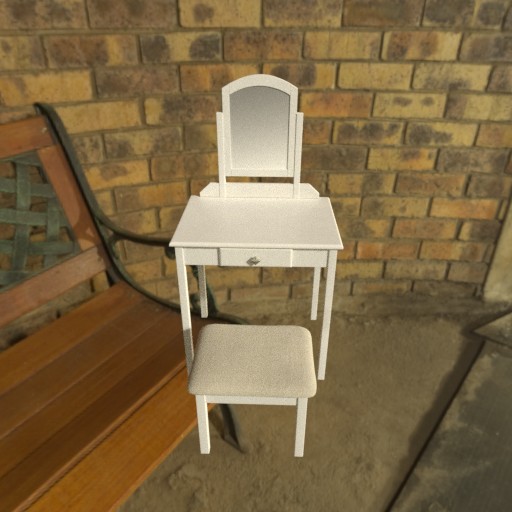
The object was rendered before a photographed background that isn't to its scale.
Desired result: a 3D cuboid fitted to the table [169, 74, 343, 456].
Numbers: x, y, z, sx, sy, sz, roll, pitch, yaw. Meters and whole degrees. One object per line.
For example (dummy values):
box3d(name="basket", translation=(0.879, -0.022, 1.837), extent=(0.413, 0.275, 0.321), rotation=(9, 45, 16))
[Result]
box3d(name="table", translation=(0.000, 0.000, 2.318), extent=(0.876, 1.631, 1.211), rotation=(1, 29, 2))
